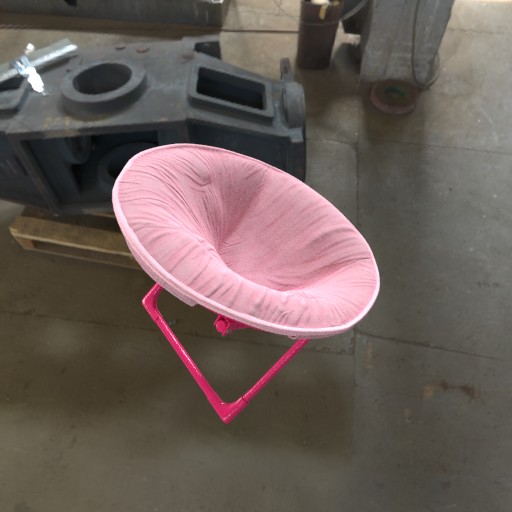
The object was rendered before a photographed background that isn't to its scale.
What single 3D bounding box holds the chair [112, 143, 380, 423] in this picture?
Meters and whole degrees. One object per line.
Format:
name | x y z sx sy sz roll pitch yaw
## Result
chair | 0.000 0.000 0.926 0.459 0.494 0.522 -33 63 -19
